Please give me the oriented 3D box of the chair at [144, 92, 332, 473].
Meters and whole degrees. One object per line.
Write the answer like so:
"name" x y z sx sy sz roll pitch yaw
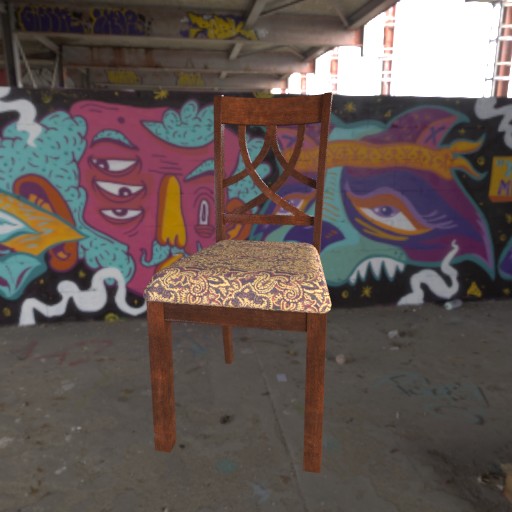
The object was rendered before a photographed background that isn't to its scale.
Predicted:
"chair" 0.000 0.000 1.299 0.457 0.965 0.584 3 13 11
